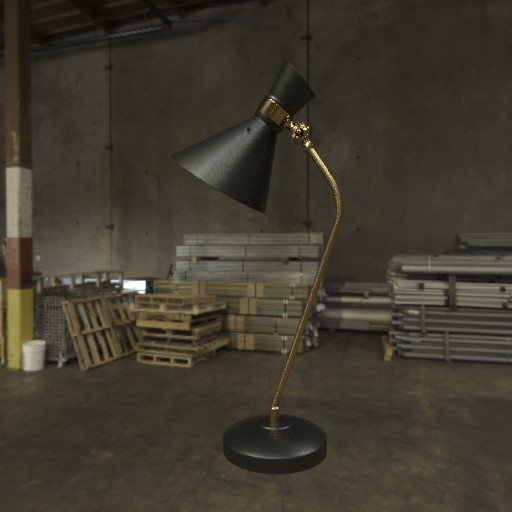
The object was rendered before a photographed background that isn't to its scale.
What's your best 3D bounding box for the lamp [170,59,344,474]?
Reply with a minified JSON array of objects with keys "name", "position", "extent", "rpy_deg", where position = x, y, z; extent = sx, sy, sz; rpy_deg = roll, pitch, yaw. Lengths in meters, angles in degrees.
[{"name":"lamp","position":[0.000,0.000,0.750],"extent":[0.292,0.647,0.189],"rpy_deg":[0,0,17]}]
